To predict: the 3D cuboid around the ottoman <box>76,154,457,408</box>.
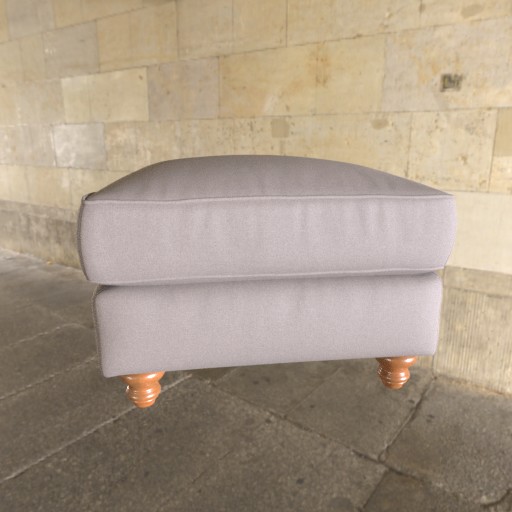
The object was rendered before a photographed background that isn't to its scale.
[{"bbox_3d":[0.000,0.000,1.136,0.721,0.505,0.662,-2,14,-7],"label":"ottoman"}]
